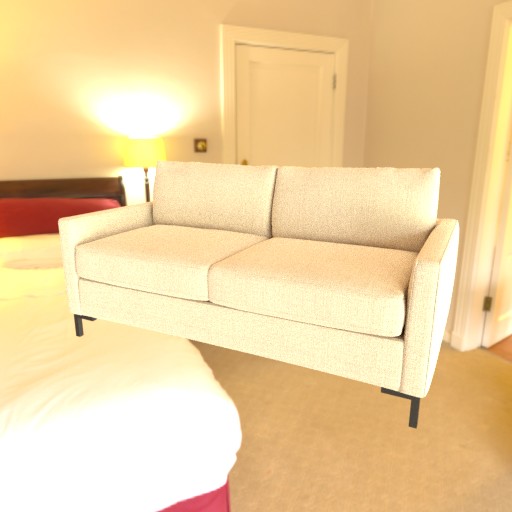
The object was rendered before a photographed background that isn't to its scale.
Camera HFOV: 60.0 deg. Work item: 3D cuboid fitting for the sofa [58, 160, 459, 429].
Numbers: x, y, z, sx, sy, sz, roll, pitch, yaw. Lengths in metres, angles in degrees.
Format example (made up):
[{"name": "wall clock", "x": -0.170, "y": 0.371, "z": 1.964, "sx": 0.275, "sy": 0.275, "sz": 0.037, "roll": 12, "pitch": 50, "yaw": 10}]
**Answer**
[{"name": "sofa", "x": 0.000, "y": 0.000, "z": 2.028, "sx": 1.651, "sy": 0.812, "sz": 0.839, "roll": 7, "pitch": 17, "yaw": 26}]
